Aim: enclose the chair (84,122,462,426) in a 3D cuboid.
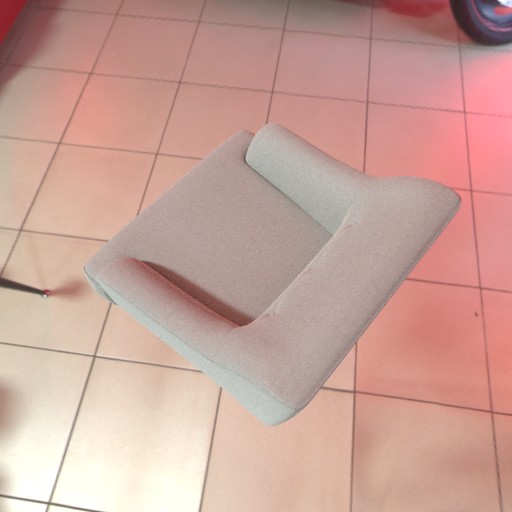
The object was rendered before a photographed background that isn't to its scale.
[{"bbox_3d":[0.000,0.000,1.644,0.951,0.818,0.946,37,69,17],"label":"chair"}]
